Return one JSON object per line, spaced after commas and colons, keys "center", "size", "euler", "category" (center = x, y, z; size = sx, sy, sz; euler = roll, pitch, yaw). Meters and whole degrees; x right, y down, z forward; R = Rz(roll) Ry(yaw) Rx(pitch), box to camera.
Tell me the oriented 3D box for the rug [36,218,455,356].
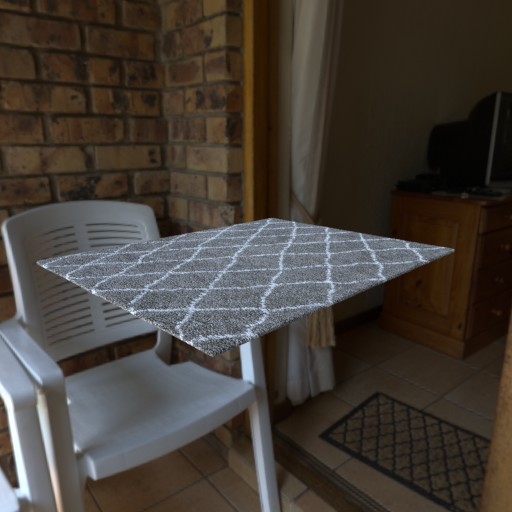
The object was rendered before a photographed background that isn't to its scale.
{"center": [0.000, 0.000, 4.097], "size": [3.047, 0.029, 2.438], "euler": [-14, 21, -43], "category": "rug"}
